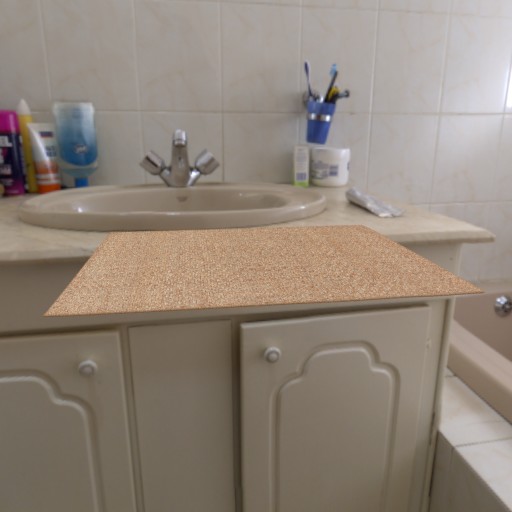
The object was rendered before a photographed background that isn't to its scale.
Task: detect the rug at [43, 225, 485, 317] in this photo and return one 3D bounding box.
[{"bbox_3d":[0.000,0.000,4.136,3.048,0.013,2.439,-2,16,-8],"label":"rug"}]
